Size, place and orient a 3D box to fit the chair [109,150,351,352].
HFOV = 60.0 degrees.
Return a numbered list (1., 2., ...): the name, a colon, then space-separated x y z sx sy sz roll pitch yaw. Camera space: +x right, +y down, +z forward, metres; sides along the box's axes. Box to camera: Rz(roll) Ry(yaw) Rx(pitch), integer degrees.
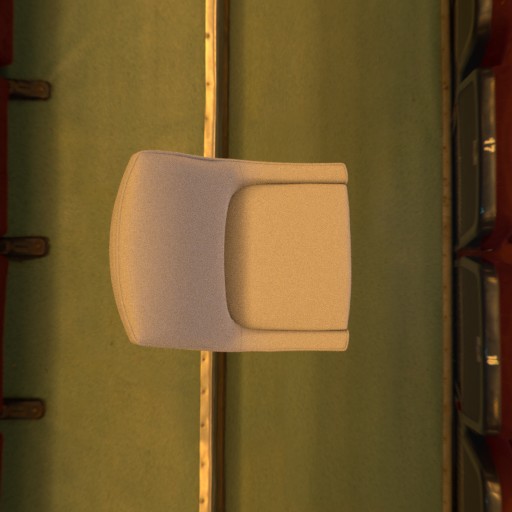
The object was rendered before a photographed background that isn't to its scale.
1. chair: 0.000 0.000 1.226 0.544 0.861 0.529 0 88 0
